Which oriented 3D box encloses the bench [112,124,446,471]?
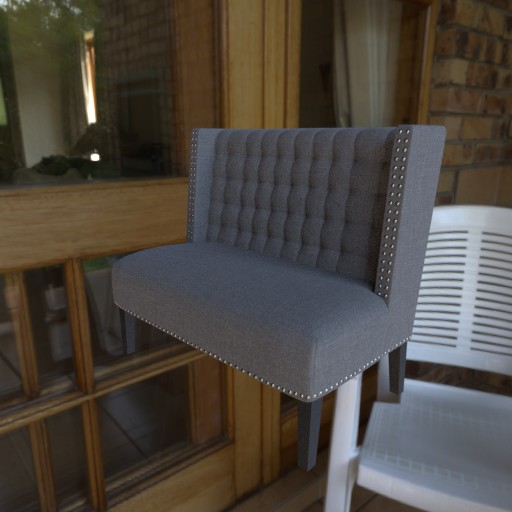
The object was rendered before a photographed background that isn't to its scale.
[{"bbox_3d":[0.000,0.000,1.999,1.276,1.121,0.842,15,21,43],"label":"bench"}]
